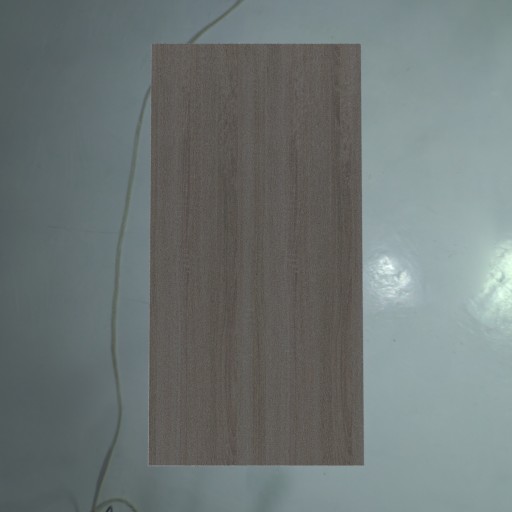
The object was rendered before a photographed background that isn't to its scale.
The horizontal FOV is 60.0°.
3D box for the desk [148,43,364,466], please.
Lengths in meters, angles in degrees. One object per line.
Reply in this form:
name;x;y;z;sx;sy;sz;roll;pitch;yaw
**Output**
desk;0.000;0.000;1.369;0.499;0.660;0.991;0;88;0
